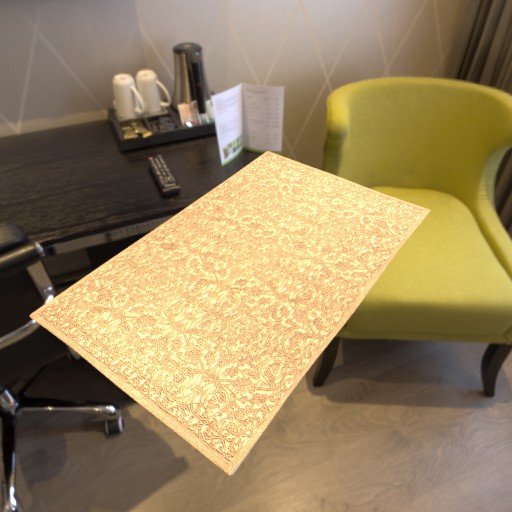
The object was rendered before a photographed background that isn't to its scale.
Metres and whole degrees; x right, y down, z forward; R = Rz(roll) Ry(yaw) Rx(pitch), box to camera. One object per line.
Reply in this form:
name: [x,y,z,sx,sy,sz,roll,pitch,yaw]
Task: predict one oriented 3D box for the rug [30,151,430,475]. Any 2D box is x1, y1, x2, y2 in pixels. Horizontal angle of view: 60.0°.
rug: [0.000,0.000,2.995,1.529,0.012,2.435,26,48,26]
